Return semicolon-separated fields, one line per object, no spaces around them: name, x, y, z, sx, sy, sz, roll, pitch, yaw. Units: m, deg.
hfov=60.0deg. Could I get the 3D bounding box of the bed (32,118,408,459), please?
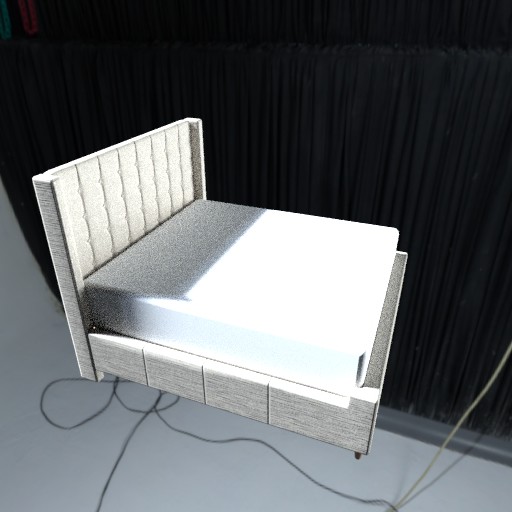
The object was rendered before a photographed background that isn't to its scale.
bed;0.000;0.000;3.738;2.370;1.743;2.045;11;30;19
